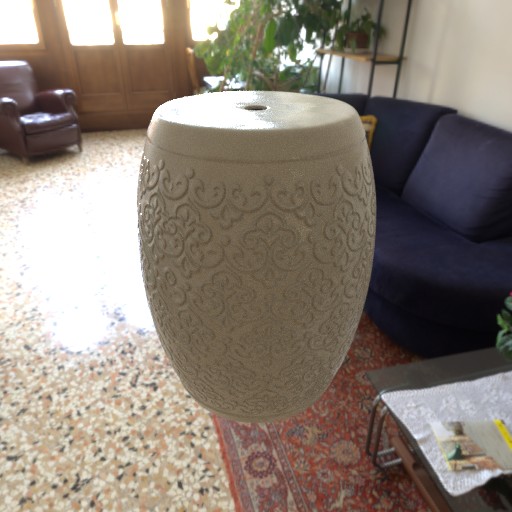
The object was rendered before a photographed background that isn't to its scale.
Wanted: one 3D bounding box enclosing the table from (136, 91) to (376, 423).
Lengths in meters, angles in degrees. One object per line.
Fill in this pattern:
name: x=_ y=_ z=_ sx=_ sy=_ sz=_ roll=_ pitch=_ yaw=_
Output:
table: x=0.000 y=0.000 z=0.609 sx=0.309 sy=0.397 sz=0.309 roll=0 pitch=29 yaw=0
